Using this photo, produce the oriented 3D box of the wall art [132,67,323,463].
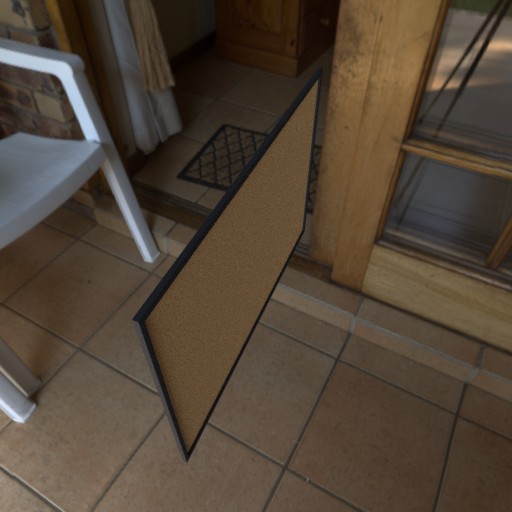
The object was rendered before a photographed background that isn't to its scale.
[{"bbox_3d":[0.000,0.000,1.239,0.013,0.665,0.963,18,50,15],"label":"wall art"}]
